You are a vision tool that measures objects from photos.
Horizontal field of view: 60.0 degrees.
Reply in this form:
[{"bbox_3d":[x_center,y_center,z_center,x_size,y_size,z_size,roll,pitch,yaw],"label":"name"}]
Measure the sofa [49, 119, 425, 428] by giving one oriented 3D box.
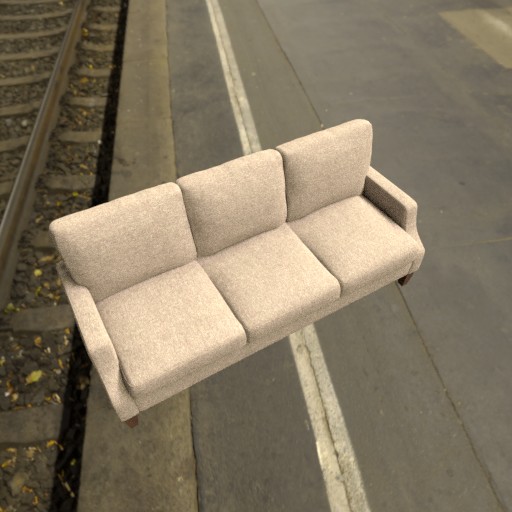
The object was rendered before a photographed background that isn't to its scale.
[{"bbox_3d":[0.000,0.000,2.673,2.115,0.984,0.888,-23,51,-20],"label":"sofa"}]
